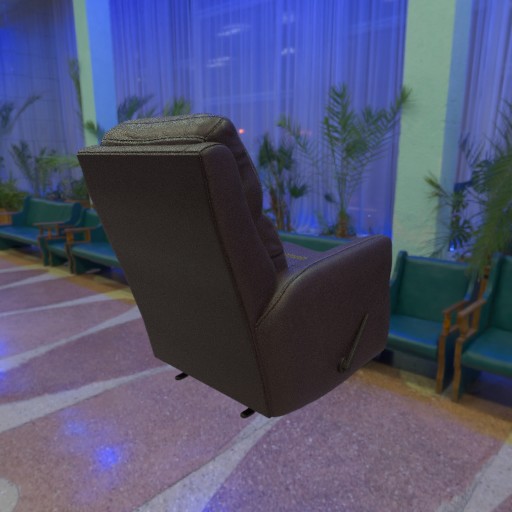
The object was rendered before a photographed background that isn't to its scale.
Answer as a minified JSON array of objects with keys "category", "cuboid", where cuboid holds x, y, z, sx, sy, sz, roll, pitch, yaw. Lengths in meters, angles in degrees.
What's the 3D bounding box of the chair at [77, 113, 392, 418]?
[{"category":"chair","cuboid":[0.000,0.000,1.773,0.829,1.030,1.080,12,18,42]}]
